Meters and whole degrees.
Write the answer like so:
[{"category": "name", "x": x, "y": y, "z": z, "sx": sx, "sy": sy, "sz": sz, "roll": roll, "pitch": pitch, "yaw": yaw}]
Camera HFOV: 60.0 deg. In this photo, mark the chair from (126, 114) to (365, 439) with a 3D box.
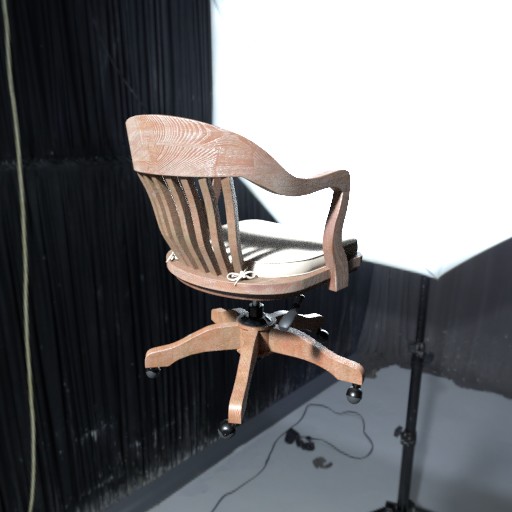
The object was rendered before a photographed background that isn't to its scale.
[{"category": "chair", "x": 0.000, "y": 0.000, "z": 1.480, "sx": 0.750, "sy": 0.878, "sz": 0.788, "roll": 15, "pitch": 21, "yaw": 43}]
